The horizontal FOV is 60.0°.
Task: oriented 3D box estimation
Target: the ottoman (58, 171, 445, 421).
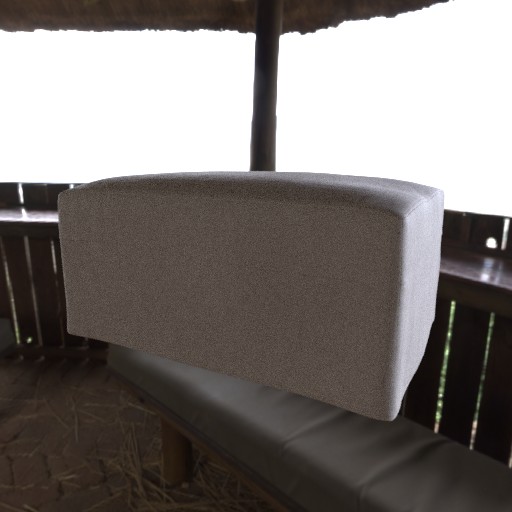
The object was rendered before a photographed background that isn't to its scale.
[{"bbox_3d":[0.000,0.000,1.178,0.872,0.444,0.590,7,15,27],"label":"ottoman"}]
